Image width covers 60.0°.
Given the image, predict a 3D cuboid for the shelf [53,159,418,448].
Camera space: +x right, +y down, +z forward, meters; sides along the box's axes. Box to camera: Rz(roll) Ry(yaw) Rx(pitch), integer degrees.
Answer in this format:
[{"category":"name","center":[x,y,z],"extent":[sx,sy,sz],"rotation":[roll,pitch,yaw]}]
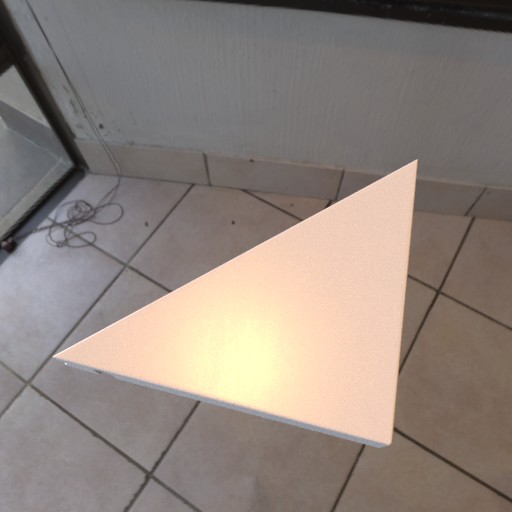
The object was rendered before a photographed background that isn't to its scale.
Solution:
[{"category":"shelf","center":[0.000,0.000,0.449],"extent":[0.296,0.035,0.296],"rotation":[12,64,6]}]
